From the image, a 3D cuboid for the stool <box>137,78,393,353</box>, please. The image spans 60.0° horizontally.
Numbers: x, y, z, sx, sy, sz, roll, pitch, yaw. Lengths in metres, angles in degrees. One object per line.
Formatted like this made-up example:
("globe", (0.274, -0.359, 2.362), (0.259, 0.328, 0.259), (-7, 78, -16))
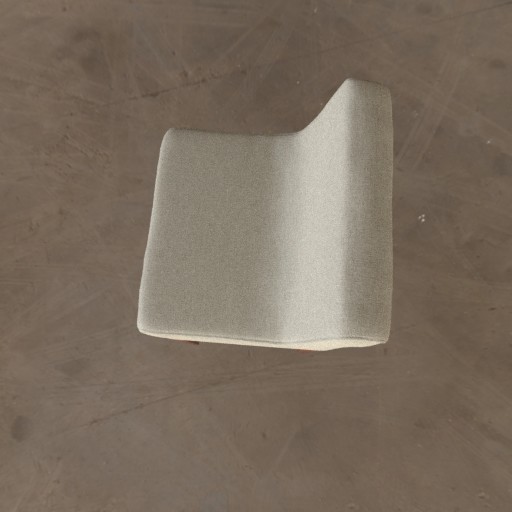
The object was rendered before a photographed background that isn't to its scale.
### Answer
("stool", (0.000, 0.000, 1.235), (0.500, 0.937, 0.511), (4, 75, 1))
